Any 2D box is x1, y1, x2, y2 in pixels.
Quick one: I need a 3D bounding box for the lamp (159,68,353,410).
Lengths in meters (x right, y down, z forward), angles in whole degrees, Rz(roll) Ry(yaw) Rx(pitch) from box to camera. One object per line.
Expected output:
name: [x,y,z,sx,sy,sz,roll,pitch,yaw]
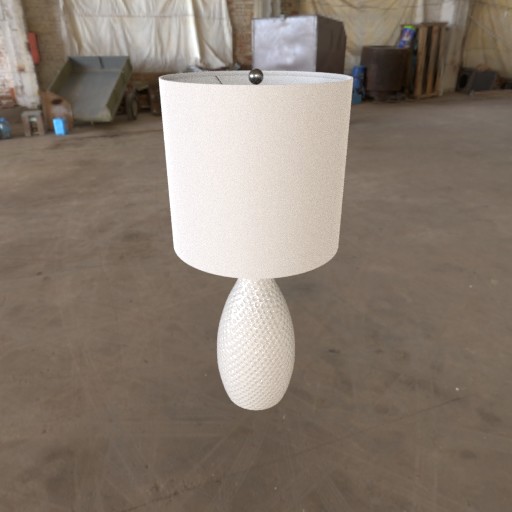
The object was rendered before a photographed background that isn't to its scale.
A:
lamp: [0.000,0.000,0.597,0.214,0.466,0.214,0,26,0]
